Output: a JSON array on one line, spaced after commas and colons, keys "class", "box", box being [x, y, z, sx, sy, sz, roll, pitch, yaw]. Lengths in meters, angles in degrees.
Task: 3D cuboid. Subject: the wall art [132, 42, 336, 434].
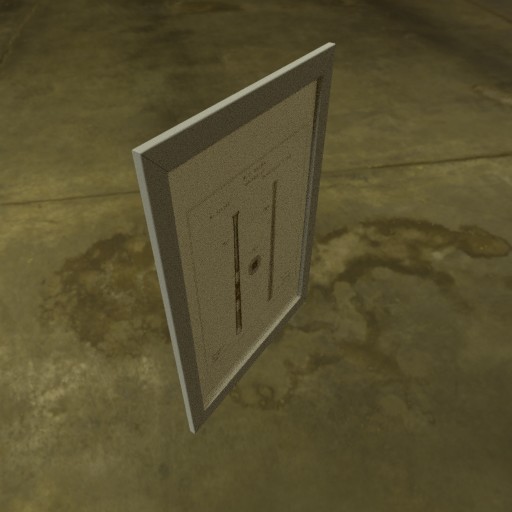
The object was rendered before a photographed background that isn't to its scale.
[{"class": "wall art", "box": [0.000, 0.000, 0.686, 0.012, 0.529, 0.374, 25, 48, 25]}]
